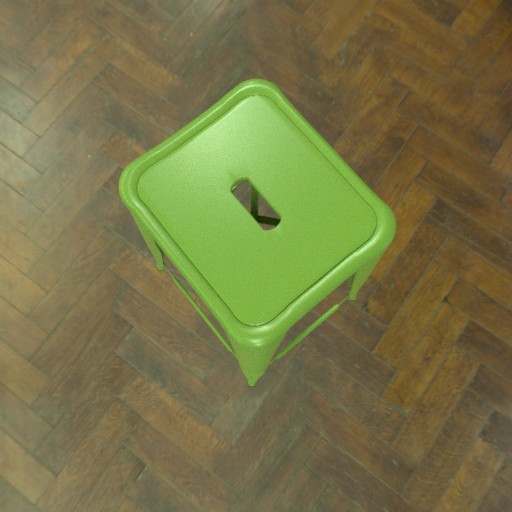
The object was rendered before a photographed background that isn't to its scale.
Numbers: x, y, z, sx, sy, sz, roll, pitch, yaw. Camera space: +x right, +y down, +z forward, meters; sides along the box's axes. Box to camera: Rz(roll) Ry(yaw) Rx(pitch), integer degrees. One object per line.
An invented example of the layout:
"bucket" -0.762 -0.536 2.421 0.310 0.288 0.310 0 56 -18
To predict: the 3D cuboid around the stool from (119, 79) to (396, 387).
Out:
"stool" 0.000 0.000 0.850 0.358 0.609 0.398 -38 80 -8
